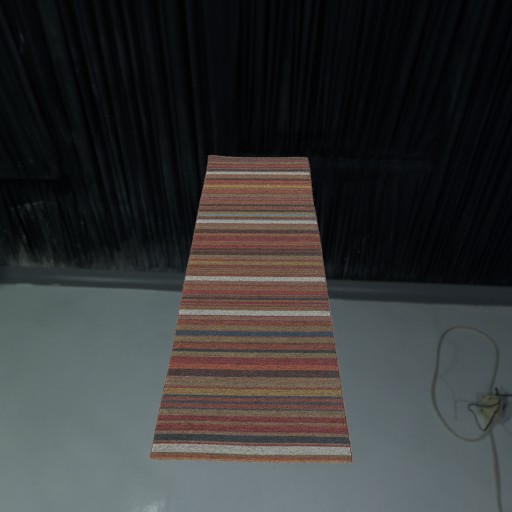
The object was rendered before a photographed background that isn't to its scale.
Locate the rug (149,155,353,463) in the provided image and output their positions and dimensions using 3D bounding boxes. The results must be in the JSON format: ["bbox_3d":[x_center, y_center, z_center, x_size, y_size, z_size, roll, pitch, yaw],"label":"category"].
[{"bbox_3d":[0.000,0.000,2.645,0.799,0.030,2.444,1,41,1],"label":"rug"}]
